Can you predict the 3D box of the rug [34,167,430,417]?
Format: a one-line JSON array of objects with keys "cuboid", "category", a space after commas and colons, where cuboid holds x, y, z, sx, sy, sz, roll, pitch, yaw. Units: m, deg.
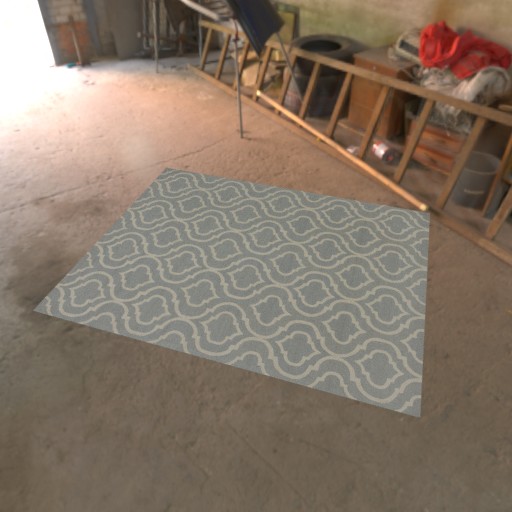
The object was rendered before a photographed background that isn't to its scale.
[{"cuboid": [0.000, 0.000, 3.922, 2.892, 0.006, 2.283, 12, 43, 13], "category": "rug"}]
